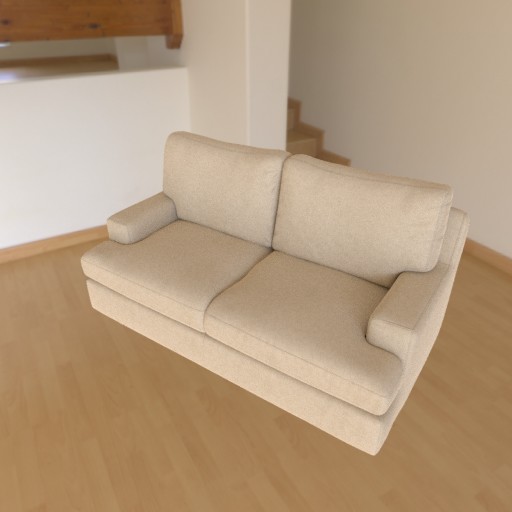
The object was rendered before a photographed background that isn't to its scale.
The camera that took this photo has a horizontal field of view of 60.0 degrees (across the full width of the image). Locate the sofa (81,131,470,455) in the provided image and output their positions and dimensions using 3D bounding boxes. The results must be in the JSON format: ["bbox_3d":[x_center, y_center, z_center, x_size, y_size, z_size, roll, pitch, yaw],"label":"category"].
[{"bbox_3d":[0.000,0.000,2.393,1.885,0.967,0.962,19,36,29],"label":"sofa"}]
